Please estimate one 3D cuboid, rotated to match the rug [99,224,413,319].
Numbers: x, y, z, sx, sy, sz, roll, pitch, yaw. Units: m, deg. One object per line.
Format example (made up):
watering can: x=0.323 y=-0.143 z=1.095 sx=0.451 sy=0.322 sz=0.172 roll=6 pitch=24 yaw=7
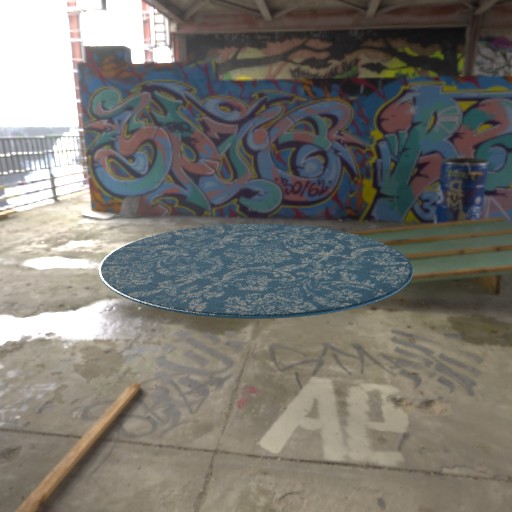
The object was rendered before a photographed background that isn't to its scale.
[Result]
rug: x=0.000 y=0.000 z=2.372 sx=1.593 sy=0.012 sz=1.593 roll=0 pitch=16 yaw=0
